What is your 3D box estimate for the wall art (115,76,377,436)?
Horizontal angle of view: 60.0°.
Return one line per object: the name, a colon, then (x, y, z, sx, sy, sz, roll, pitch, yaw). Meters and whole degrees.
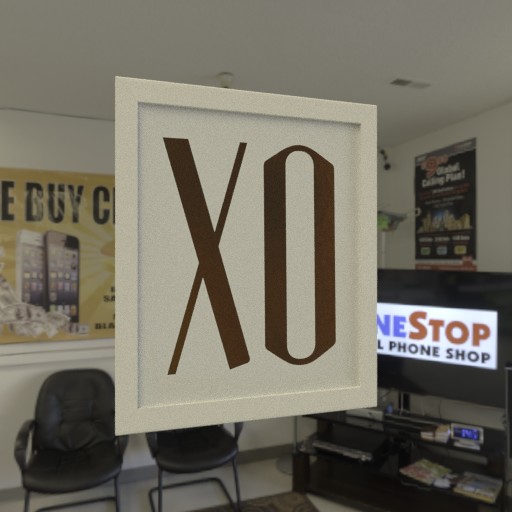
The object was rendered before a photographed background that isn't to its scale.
wall art: (0.000, 0.000, 0.734, 0.444, 0.536, 0.020, 0, 0, -17)
